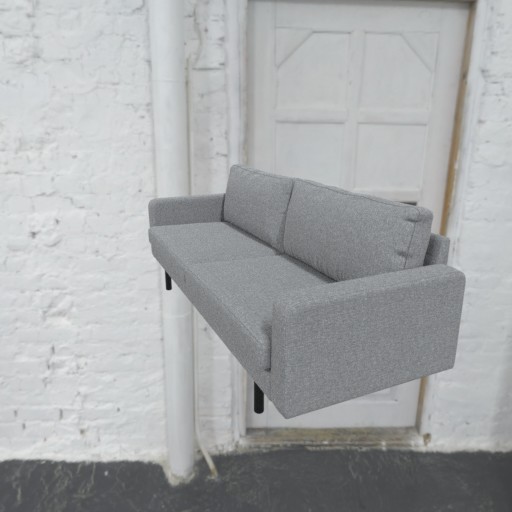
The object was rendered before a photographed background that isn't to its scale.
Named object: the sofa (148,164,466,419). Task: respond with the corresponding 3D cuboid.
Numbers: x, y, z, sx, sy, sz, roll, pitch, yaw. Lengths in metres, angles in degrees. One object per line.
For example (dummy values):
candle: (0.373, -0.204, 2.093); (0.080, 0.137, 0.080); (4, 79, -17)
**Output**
sofa: (0.000, 0.000, 2.614); (0.880, 0.880, 2.200); (-8, 19, -24)
